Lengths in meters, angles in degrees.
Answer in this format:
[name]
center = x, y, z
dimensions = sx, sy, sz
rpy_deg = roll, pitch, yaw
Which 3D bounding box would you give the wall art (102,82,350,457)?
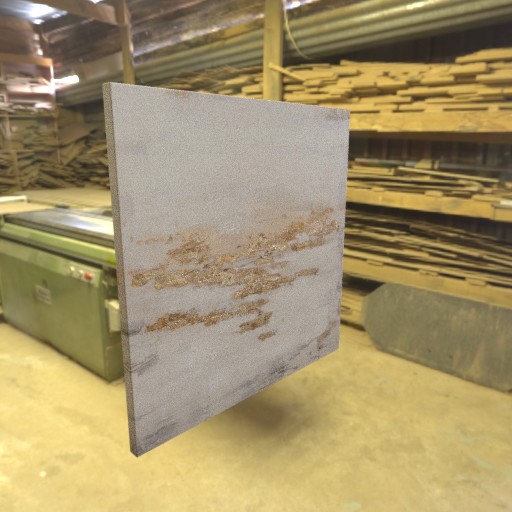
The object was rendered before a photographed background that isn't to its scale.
[wall art]
center = 0.000, 0.000, 1.523
dimensions = 0.040, 1.018, 1.015
rpy_deg = 13, 19, 43
